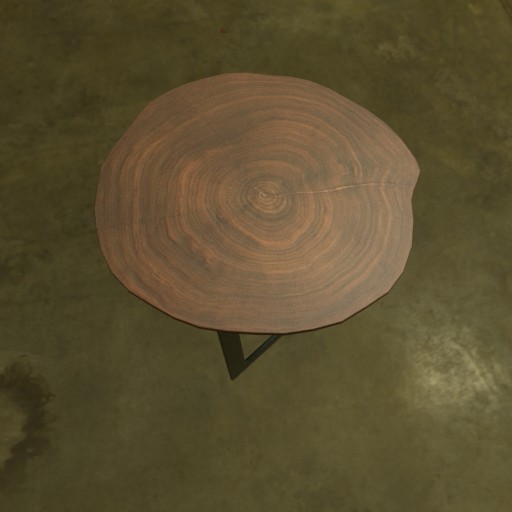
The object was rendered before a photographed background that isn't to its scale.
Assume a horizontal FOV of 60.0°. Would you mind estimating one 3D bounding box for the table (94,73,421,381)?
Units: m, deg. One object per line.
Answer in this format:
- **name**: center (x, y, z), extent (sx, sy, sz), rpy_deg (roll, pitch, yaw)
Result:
- **table**: center (0.000, 0.000, 0.883), extent (0.494, 0.476, 0.477), rpy_deg (35, 69, 16)
